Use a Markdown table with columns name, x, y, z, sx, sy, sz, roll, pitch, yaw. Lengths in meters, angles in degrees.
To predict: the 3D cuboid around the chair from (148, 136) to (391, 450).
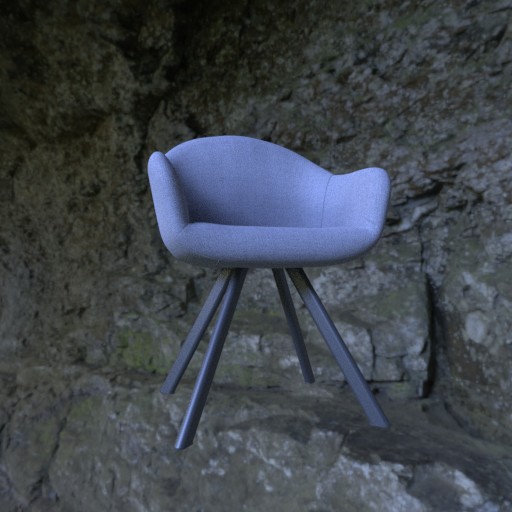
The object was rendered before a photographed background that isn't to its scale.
| name | x | y | z | sx | sy | sz | roll | pitch | yaw |
| --- | --- | --- | --- | --- | --- | --- | --- | --- | --- |
| chair | 0.000 | 0.000 | 1.222 | 0.590 | 0.795 | 0.550 | 1 | -2 | -16 |
